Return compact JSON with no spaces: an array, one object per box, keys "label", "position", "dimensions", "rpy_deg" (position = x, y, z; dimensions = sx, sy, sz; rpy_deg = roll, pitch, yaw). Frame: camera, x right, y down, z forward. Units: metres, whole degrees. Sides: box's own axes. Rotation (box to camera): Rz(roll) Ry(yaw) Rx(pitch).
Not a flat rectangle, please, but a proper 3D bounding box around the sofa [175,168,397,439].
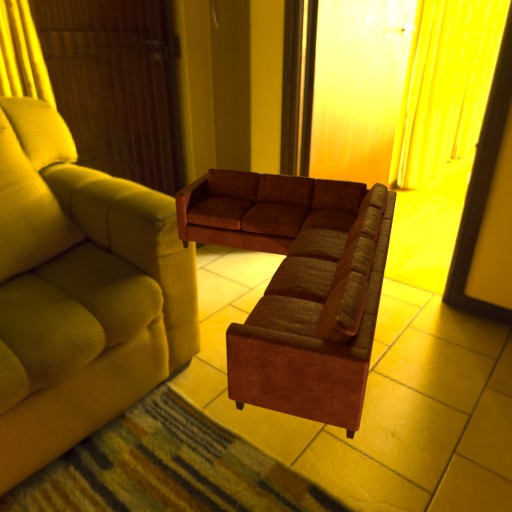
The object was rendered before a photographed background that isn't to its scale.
[{"label":"sofa","position":[0.000,0.000,4.340],"dimensions":[2.438,0.838,3.150],"rpy_deg":[9,28,16]}]
